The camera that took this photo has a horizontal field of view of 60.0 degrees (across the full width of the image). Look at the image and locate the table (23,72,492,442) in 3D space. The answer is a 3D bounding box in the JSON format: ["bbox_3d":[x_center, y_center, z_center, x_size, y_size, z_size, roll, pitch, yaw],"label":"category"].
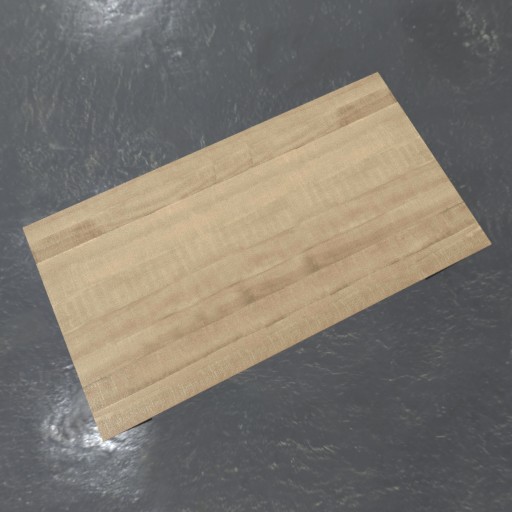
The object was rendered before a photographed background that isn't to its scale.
[{"bbox_3d":[0.000,0.000,1.328,1.062,0.393,0.574,-26,76,-7],"label":"table"}]
